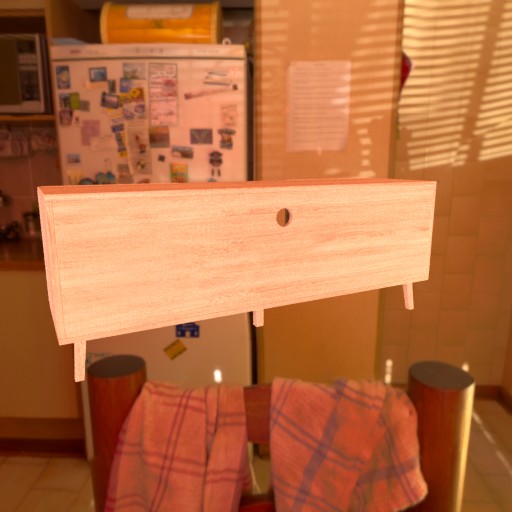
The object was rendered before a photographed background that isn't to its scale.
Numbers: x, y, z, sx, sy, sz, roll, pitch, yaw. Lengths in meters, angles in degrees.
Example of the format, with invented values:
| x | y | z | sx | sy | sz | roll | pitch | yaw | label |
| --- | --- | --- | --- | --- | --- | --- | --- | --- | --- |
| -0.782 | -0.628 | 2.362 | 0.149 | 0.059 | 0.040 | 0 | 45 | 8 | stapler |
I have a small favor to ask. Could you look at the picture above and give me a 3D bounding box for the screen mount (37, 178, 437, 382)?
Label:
| x | y | z | sx | sy | sz | roll | pitch | yaw | label |
| --- | --- | --- | --- | --- | --- | --- | --- | --- | --- |
| 0.000 | 0.000 | 1.764 | 1.500 | 0.570 | 0.420 | -7 | 14 | -27 | screen mount |
